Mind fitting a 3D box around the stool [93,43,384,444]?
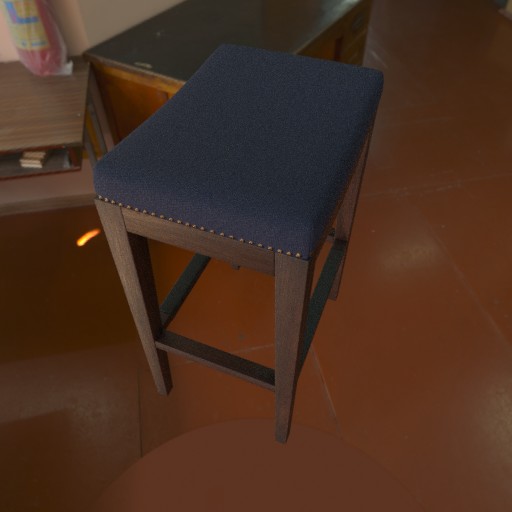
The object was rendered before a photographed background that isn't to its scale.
[{"bbox_3d":[0.000,0.000,1.016,0.358,0.740,0.498,17,50,14],"label":"stool"}]
